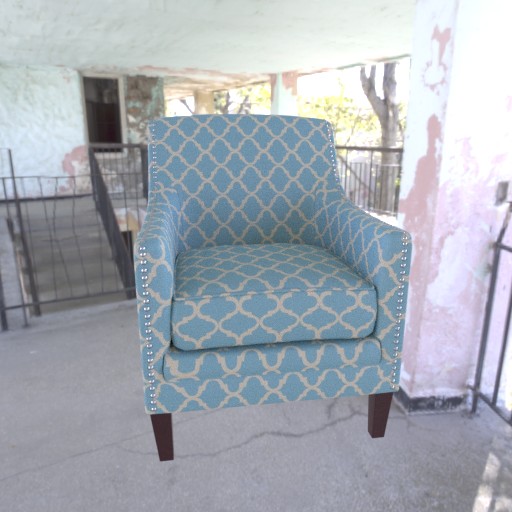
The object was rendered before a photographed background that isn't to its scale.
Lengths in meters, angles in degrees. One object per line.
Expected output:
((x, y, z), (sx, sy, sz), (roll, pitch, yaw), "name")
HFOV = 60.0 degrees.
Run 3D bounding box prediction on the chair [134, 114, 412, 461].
((0.000, 0.000, 1.298), (0.617, 0.817, 0.686), (-2, 16, -9), "chair")
